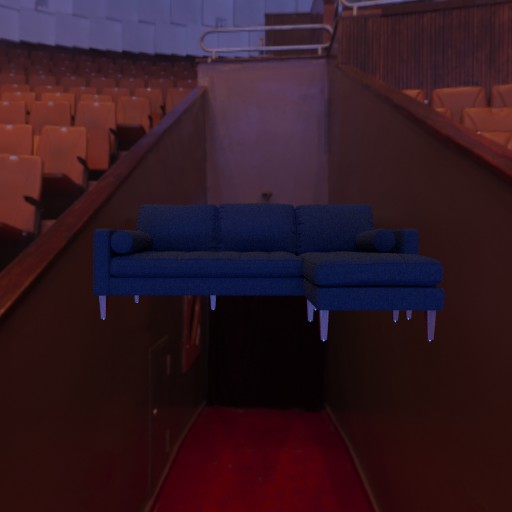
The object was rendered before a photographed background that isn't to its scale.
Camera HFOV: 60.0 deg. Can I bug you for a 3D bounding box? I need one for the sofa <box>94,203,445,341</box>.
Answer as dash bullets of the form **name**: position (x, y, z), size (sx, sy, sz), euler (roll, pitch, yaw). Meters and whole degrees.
- **sofa**: position (0.000, 0.000, 3.045), size (2.185, 0.841, 1.613), euler (0, 2, 0)
